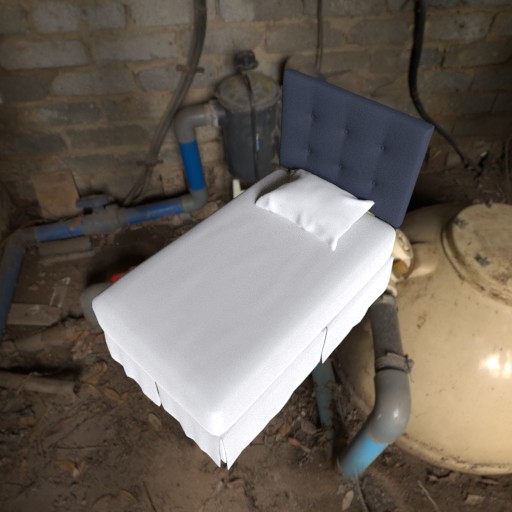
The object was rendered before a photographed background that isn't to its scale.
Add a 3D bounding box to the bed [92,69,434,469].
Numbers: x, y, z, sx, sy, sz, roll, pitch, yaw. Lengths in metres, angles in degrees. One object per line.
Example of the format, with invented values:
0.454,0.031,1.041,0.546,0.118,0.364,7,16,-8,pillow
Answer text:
0.000,0.000,3.000,1.261,1.571,1.997,34,56,27,bed
